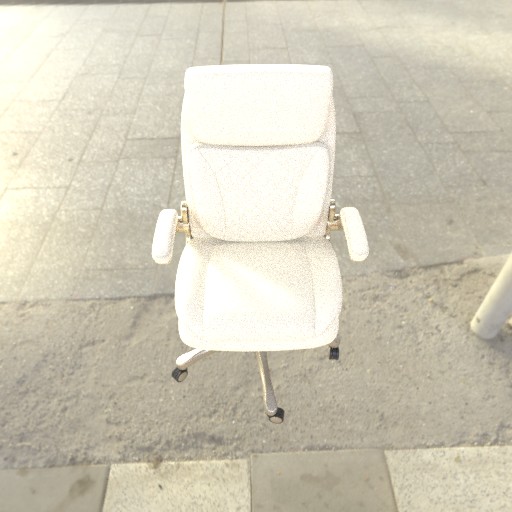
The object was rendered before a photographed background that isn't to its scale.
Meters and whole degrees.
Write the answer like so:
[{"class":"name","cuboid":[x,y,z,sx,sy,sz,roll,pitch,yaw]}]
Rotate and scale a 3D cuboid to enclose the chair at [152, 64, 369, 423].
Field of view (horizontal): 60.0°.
[{"class":"chair","cuboid":[0.000,0.000,1.633,0.740,1.110,0.794,-3,46,-3]}]
